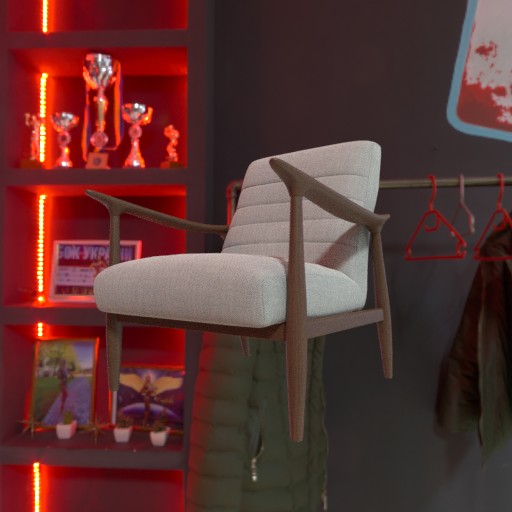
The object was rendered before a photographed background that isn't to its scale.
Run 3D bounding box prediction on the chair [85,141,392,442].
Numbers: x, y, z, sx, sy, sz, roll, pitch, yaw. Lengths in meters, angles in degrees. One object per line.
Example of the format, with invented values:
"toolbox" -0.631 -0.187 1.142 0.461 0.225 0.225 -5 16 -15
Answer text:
"chair" 0.000 0.000 1.424 0.741 0.832 0.798 -1 -1 36
